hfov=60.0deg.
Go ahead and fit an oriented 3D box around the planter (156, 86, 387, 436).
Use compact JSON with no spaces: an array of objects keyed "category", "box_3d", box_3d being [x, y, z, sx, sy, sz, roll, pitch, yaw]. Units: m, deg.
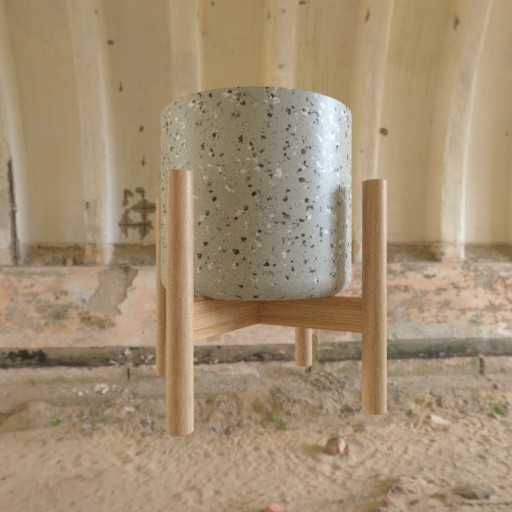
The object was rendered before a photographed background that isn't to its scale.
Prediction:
[{"category":"planter","box_3d":[0.000,0.000,0.528,0.284,0.320,0.284,0,0,-38]}]
